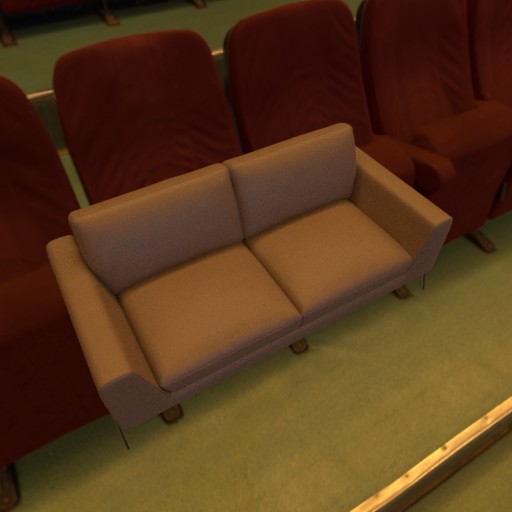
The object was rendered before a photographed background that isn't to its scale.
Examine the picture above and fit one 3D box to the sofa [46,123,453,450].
[{"bbox_3d":[0.000,0.000,2.495,2.017,0.875,0.953,-23,51,-20],"label":"sofa"}]
